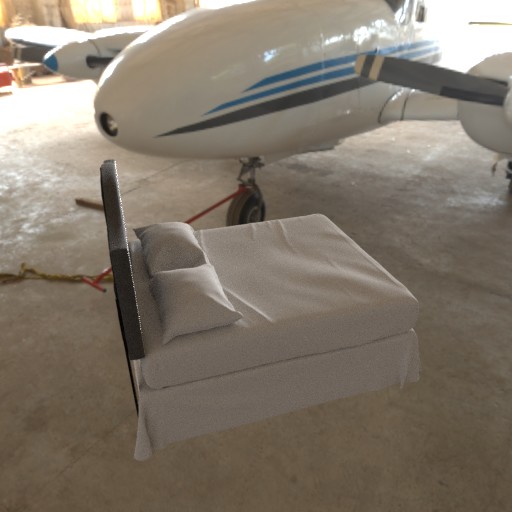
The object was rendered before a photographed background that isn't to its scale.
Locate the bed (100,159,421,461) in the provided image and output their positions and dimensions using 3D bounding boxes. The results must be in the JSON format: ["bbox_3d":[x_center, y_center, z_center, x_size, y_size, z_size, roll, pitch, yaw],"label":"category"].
[{"bbox_3d":[0.000,0.000,3.484,2.221,1.645,1.876,-9,31,-15],"label":"bed"}]
